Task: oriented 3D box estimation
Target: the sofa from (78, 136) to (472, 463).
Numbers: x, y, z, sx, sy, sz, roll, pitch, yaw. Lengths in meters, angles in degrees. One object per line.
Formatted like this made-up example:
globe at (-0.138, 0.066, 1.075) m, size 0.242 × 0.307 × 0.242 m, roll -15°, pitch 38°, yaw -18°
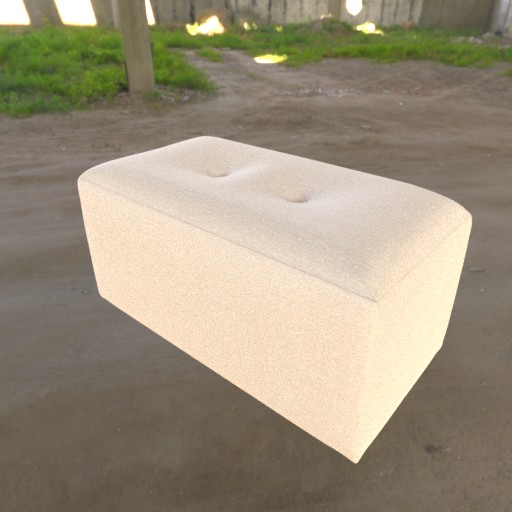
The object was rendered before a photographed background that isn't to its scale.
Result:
sofa at (0.000, 0.000, 1.195) m, size 0.930 × 0.470 × 0.480 m, roll 23°, pitch 37°, yaw 34°
